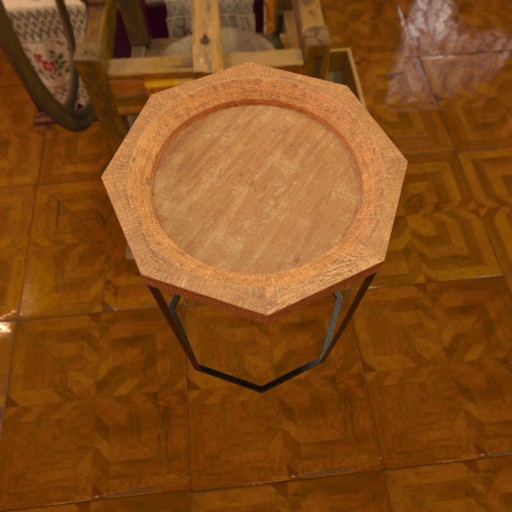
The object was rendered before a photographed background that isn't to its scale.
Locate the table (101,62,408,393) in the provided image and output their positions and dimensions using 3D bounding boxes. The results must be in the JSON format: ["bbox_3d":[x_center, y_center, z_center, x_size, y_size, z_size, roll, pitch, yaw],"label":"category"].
[{"bbox_3d":[0.000,0.000,0.876,0.437,0.553,0.437,-3,64,-2],"label":"table"}]
